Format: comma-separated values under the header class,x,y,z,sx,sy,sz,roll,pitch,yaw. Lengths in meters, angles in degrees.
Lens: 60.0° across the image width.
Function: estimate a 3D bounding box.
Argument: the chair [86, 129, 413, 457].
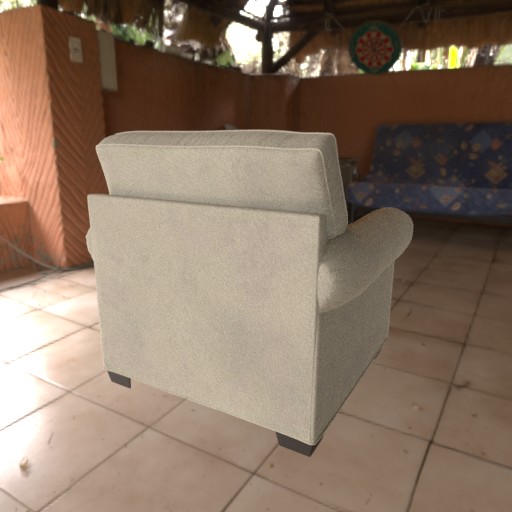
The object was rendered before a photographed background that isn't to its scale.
class,x,y,z,sx,sy,sz,roll,pitch,yaw
chair,0.000,0.000,1.921,1.147,1.044,0.939,9,17,29
